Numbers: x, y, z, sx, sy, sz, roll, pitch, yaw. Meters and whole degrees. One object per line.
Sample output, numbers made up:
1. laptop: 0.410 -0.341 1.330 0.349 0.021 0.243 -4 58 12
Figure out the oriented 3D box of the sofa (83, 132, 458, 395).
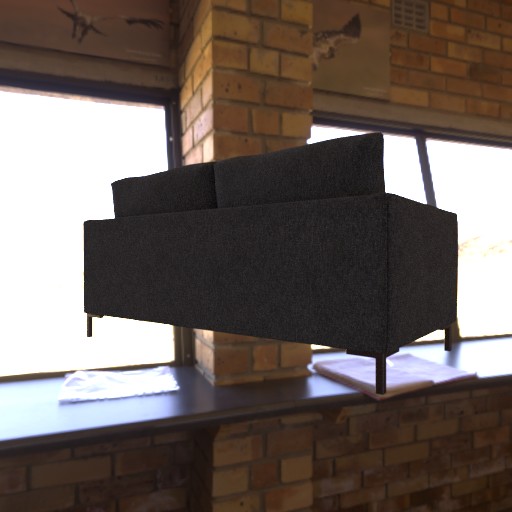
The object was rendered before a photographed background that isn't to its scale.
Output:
1. sofa: 0.000 0.000 2.195 1.716 0.862 0.866 0 0 37
